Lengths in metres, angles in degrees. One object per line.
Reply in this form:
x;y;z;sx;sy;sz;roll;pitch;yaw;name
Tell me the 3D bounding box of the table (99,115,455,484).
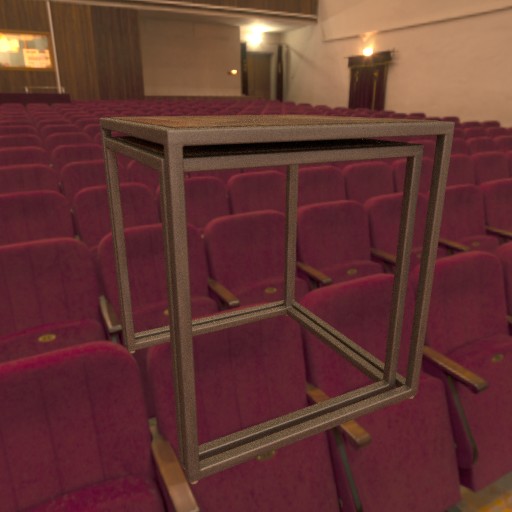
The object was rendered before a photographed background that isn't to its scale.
0.000;0.000;0.844;0.449;0.500;0.450;-10;21;-26;table
